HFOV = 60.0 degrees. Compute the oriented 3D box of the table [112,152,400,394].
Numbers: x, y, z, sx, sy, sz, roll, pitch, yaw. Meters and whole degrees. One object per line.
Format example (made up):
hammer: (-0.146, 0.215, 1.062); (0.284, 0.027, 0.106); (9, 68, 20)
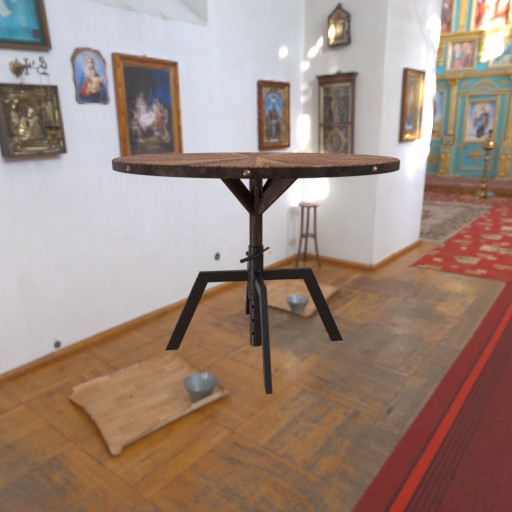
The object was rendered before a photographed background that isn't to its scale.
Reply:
table: (0.000, 0.000, 1.509); (0.885, 0.658, 0.885); (0, 15, 0)
